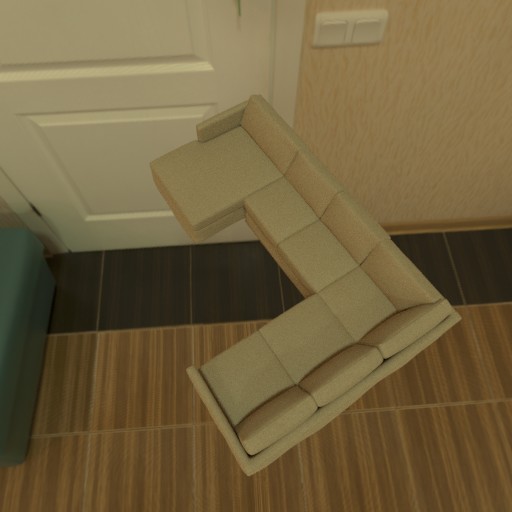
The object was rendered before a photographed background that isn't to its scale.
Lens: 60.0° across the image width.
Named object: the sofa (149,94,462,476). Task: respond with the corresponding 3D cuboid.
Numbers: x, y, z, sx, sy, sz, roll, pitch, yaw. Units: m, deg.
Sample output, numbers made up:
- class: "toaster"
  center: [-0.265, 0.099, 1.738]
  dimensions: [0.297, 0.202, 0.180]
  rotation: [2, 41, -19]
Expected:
- class: "sofa"
  center: [0.000, 0.000, 4.747]
  dimensions: [2.476, 0.878, 3.528]
  rotation: [-30, 67, -14]
